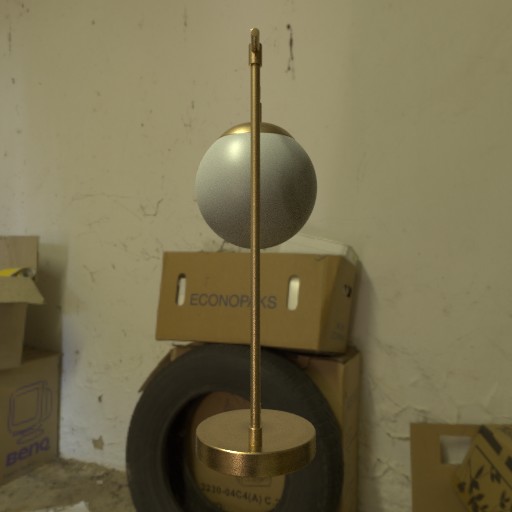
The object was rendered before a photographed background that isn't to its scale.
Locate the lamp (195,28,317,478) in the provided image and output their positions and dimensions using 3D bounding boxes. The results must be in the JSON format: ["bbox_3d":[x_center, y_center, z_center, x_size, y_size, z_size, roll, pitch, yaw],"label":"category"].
[{"bbox_3d":[0.000,0.000,0.697,0.207,0.559,0.324,0,-1,0],"label":"lamp"}]
